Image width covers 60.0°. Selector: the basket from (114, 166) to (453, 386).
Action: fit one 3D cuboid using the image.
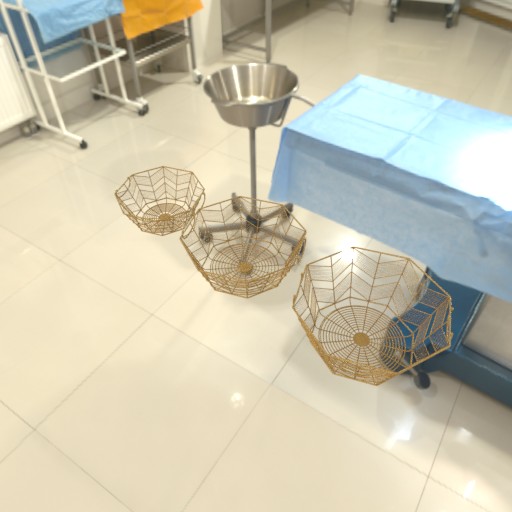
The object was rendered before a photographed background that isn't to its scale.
[{"bbox_3d":[0.000,0.000,1.431,1.245,0.178,0.432,31,53,27],"label":"basket"}]
